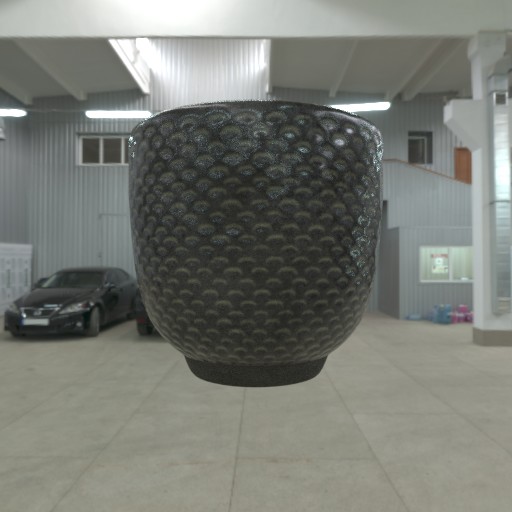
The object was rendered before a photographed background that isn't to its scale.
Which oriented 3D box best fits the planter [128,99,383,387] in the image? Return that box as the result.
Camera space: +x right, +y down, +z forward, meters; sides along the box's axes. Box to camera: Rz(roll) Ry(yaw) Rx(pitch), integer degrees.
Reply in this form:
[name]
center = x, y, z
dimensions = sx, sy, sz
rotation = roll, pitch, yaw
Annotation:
[planter]
center = 0.000, 0.000, 0.310
dimensions = 0.172, 0.160, 0.172
rotation = 0, -1, 0
